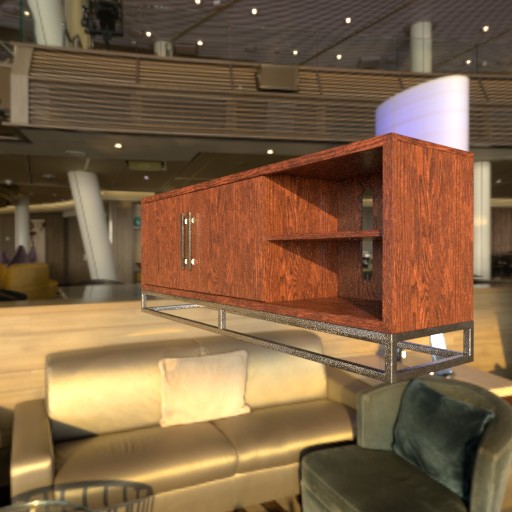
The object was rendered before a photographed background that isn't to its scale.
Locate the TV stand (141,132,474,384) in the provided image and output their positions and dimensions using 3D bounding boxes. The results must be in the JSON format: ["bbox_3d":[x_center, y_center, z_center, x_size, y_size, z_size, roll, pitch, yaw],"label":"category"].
[{"bbox_3d":[0.000,0.000,1.741,0.382,0.578,1.541,0,0,-36],"label":"TV stand"}]
